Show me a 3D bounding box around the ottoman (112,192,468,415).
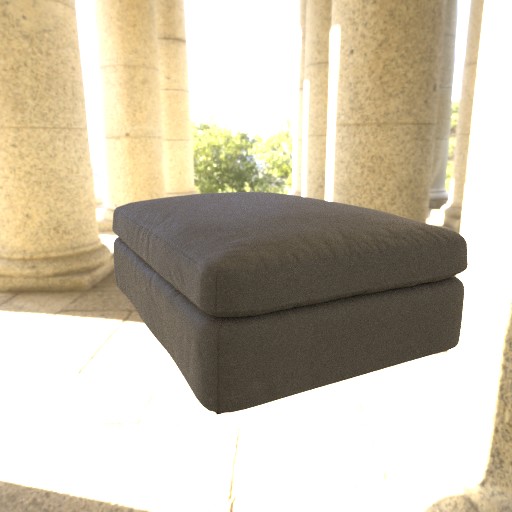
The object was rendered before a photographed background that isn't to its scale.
[{"bbox_3d":[0.000,0.000,1.626,0.840,0.429,1.199,-7,15,-27],"label":"ottoman"}]
